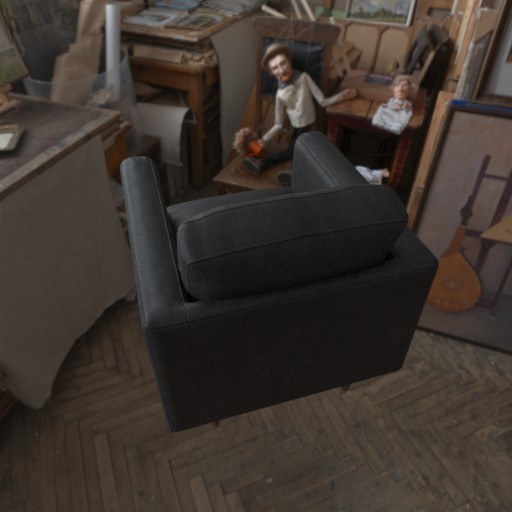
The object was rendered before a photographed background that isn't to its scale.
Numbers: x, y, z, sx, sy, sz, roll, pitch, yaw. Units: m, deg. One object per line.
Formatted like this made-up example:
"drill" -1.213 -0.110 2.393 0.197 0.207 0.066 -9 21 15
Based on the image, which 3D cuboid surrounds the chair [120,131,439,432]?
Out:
"chair" 0.000 0.000 1.592 0.831 0.898 0.879 -11 43 -12
